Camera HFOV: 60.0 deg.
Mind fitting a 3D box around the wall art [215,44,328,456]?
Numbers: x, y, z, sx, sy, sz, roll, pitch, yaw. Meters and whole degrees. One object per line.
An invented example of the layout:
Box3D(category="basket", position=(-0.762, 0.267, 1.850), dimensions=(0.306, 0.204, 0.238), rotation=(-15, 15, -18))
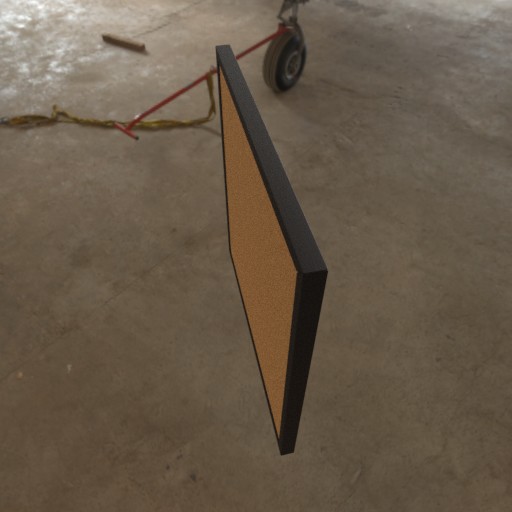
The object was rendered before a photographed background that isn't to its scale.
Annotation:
Box3D(category="wall art", position=(0.000, 0.000, 1.151), dimensions=(0.037, 0.763, 0.763), rotation=(-10, 49, -8))
